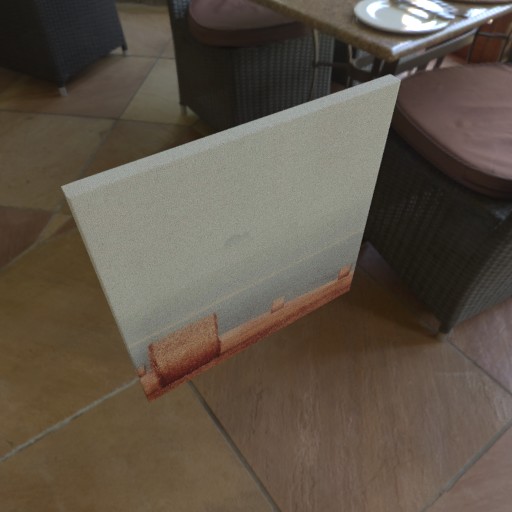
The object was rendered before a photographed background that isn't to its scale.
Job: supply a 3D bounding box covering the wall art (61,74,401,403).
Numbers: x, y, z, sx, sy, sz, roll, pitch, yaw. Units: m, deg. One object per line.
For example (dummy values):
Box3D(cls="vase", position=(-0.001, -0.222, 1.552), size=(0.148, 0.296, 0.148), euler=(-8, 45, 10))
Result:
Box3D(cls="wall art", position=(0.000, 0.000, 0.614), size=(0.405, 0.405, 0.023), euler=(-26, 52, -22))
